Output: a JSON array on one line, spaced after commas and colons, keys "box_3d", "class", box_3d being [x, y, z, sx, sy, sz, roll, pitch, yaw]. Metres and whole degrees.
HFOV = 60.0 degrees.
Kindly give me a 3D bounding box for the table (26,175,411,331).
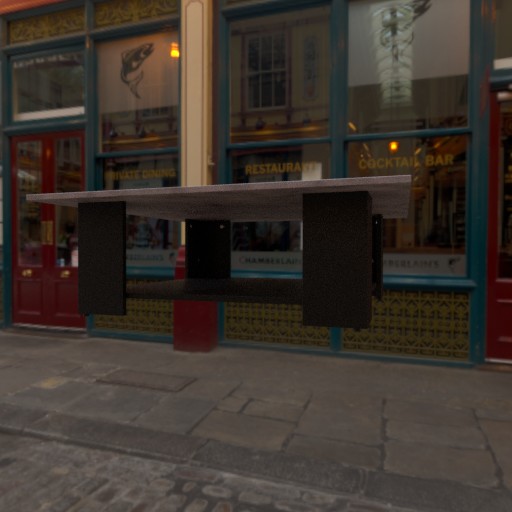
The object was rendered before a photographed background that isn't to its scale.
[{"box_3d": [0.000, 0.000, 1.368, 0.890, 0.305, 0.890, 0, 1, 18], "class": "table"}]
